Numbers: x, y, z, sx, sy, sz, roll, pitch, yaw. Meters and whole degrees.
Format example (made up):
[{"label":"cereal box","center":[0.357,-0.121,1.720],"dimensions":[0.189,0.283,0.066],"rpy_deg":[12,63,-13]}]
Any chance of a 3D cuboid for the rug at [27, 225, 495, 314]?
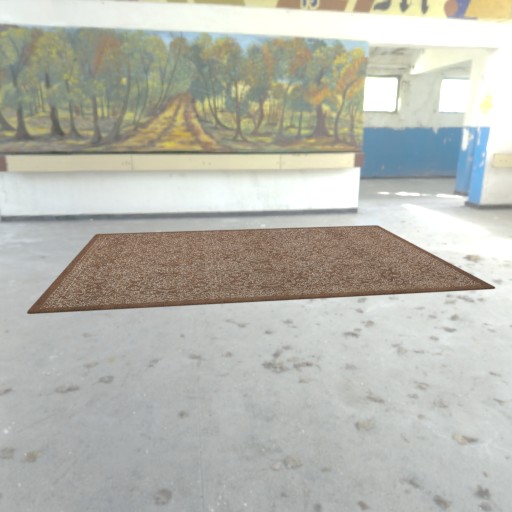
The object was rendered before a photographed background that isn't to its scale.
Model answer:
[{"label":"rug","center":[0.000,0.000,2.282],"dimensions":[1.829,0.010,1.219],"rpy_deg":[-2,16,-8]}]
